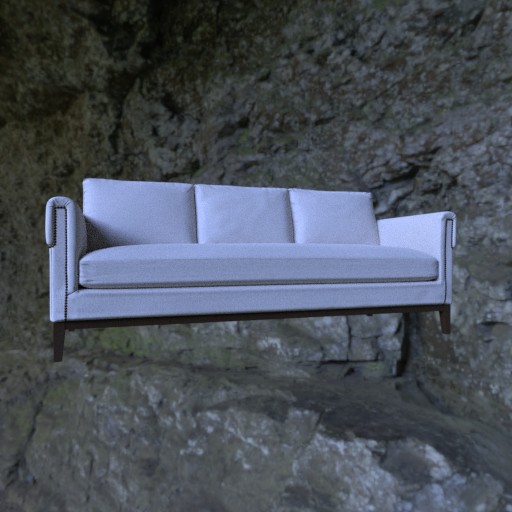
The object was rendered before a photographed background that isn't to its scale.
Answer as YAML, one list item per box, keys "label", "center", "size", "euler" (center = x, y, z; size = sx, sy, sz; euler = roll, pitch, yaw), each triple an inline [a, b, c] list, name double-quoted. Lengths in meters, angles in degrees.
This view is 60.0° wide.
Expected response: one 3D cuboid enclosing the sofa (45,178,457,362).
- label: "sofa"
  center: [0.000, 0.000, 2.635]
  size: [2.198, 0.911, 0.902]
  euler: [0, 0, -19]
